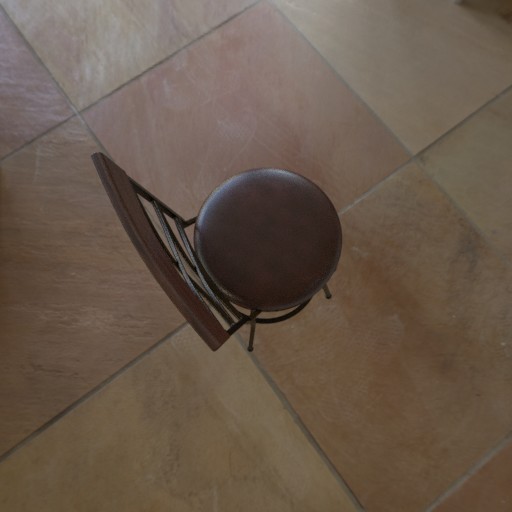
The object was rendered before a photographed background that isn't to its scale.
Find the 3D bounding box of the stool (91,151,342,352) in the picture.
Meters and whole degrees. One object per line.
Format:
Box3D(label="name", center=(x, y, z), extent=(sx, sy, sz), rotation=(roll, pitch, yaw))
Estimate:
Box3D(label="stool", center=(0.000, 0.000, 1.387), extent=(0.513, 1.130, 0.448), rotation=(-33, 78, -8))
